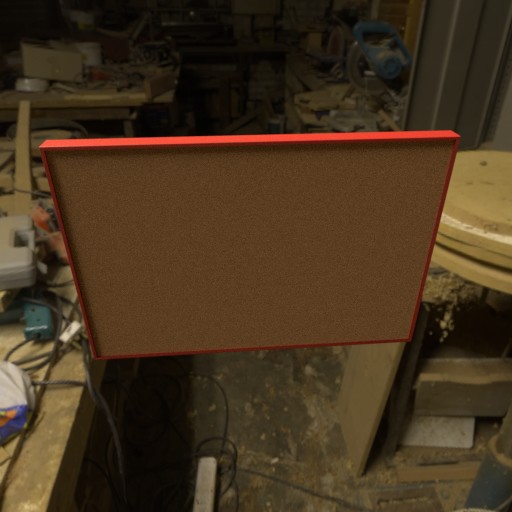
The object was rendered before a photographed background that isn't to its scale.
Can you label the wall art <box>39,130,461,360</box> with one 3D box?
[{"bbox_3d":[0.000,0.000,0.755,0.607,0.405,0.033,-2,32,-4],"label":"wall art"}]
